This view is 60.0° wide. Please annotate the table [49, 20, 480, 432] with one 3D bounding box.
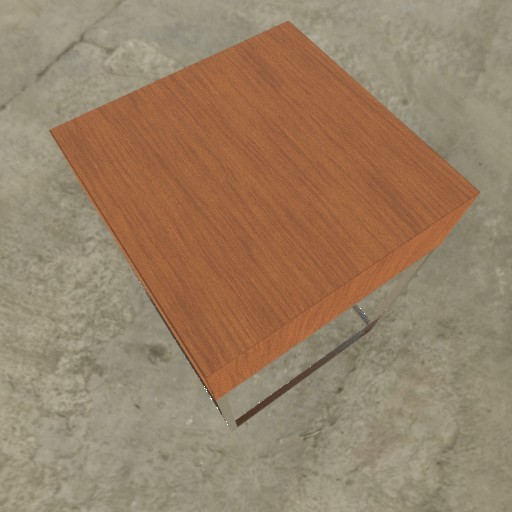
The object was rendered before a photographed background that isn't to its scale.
[{"bbox_3d":[0.000,0.000,0.808,0.398,0.540,0.397,-32,67,-15],"label":"table"}]
